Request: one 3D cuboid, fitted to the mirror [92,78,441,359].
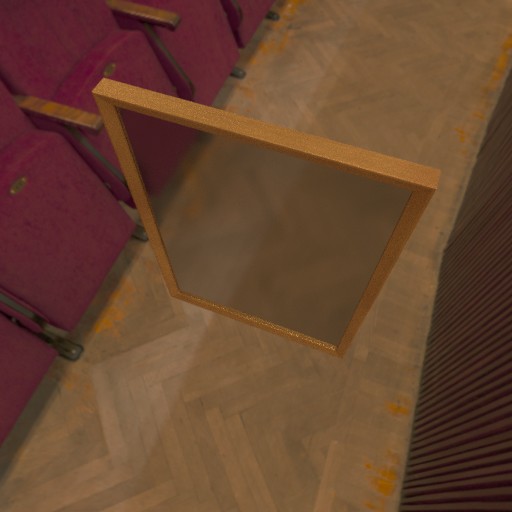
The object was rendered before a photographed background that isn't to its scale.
[{"bbox_3d":[0.000,0.000,0.924,0.507,0.710,0.039,18,61,10],"label":"mirror"}]
